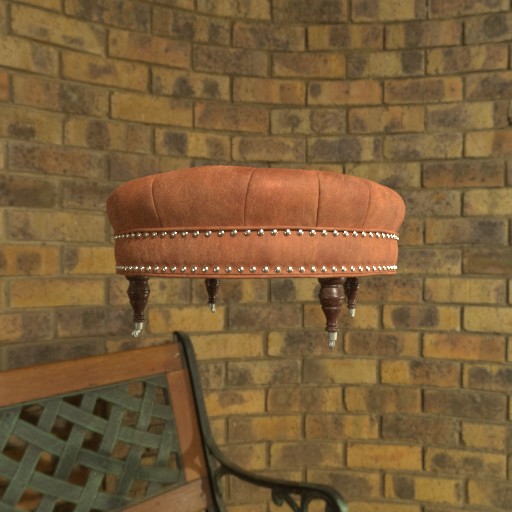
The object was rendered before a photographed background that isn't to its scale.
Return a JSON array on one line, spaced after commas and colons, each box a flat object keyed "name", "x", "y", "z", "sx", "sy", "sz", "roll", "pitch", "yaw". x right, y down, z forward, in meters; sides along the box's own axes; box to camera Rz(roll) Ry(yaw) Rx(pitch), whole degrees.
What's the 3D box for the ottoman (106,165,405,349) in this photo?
[{"name": "ottoman", "x": 0.000, "y": 0.000, "z": 1.396, "sx": 0.901, "sy": 0.444, "sz": 0.901, "roll": 0, "pitch": 0, "yaw": 0}]
